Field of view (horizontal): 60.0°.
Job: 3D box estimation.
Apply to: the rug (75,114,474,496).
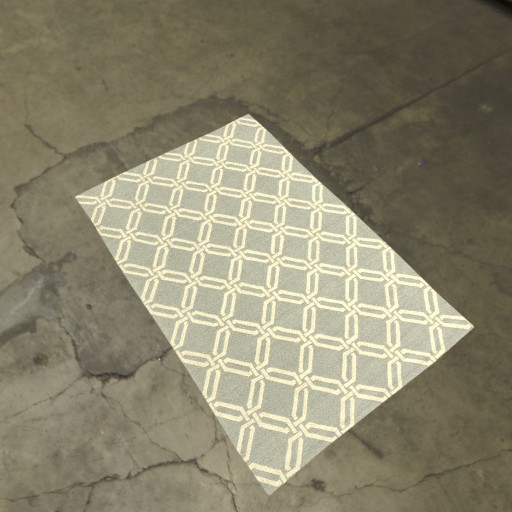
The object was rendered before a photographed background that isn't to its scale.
[{"bbox_3d":[0.000,0.000,2.169,1.148,0.010,1.754,-31,63,-18],"label":"rug"}]
